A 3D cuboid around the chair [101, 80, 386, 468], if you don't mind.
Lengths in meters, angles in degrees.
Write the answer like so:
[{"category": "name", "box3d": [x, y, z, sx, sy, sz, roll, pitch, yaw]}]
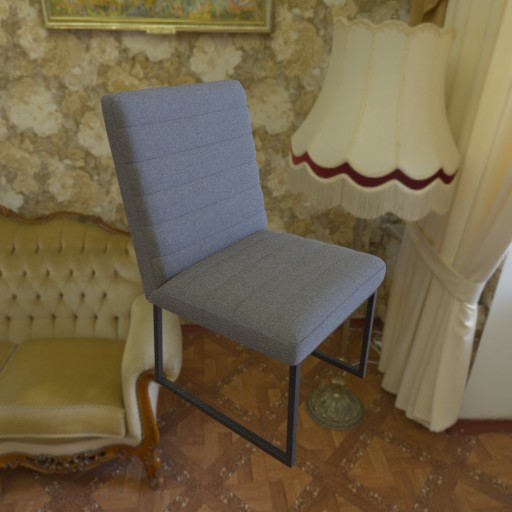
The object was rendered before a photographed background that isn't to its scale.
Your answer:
[{"category": "chair", "box3d": [0.000, 0.000, 1.325, 0.634, 0.930, 0.520, 19, 32, 33]}]
